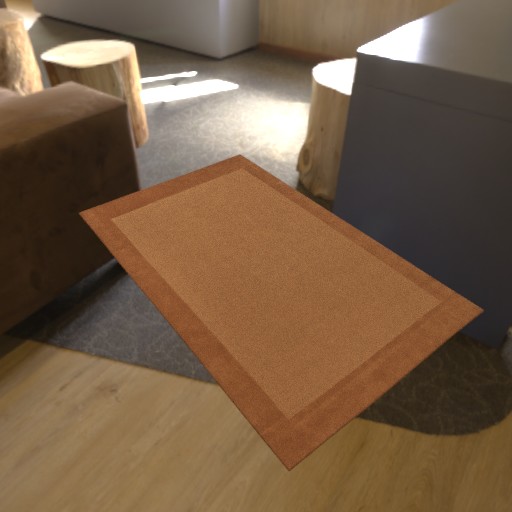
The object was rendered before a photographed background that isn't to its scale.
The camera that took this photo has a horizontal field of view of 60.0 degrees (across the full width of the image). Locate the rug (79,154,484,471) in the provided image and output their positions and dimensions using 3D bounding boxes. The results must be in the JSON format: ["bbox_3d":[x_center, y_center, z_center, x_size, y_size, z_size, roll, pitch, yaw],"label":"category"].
[{"bbox_3d":[0.000,0.000,2.998,1.524,0.014,2.438,-27,48,-28],"label":"rug"}]
